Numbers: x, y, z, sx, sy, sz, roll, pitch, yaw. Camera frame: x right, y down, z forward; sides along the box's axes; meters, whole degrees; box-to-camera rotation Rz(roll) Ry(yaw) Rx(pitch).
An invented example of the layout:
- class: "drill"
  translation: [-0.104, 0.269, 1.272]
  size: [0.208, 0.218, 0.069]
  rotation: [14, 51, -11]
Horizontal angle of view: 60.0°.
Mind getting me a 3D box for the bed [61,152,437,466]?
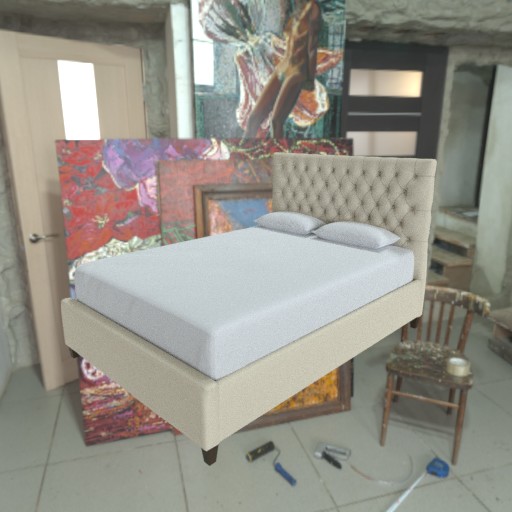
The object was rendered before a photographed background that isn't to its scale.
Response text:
- class: "bed"
  translation: [0.000, 0.000, 3.396]
  size: [1.698, 1.427, 2.387]
  rotation: [15, 21, 42]
